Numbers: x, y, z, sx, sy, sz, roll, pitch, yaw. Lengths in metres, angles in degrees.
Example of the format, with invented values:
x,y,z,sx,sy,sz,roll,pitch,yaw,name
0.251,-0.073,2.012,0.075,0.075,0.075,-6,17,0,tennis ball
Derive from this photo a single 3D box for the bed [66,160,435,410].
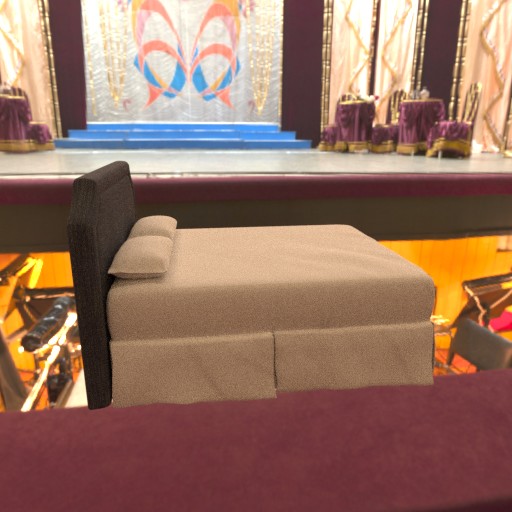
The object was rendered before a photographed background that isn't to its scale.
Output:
x,y,z,sx,sy,sz,roll,pitch,yaw,name
0.000,0.000,3.218,2.116,1.290,1.693,-2,16,-7,bed
